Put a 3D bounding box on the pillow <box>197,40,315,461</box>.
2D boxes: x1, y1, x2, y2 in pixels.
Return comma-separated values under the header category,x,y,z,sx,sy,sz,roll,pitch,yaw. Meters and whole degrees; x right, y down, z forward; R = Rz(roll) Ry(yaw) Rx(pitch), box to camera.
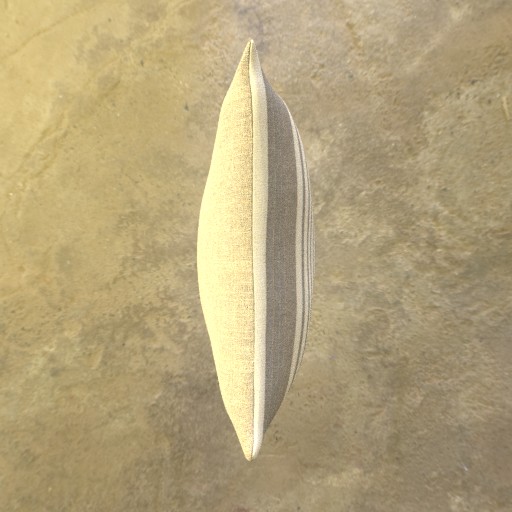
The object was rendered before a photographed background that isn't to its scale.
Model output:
category,x,y,z,sx,sy,sz,roll,pitch,yaw
pillow,0.000,0.000,0.660,0.182,0.440,0.439,0,89,1
